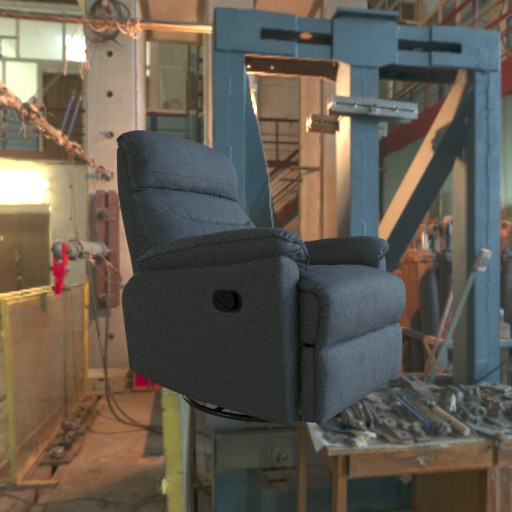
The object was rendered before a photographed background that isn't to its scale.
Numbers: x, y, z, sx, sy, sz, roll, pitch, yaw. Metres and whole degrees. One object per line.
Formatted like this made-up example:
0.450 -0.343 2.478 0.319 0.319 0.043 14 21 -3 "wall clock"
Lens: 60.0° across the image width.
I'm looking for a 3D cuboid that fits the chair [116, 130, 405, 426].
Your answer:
0.000 0.000 1.725 1.004 1.037 0.820 0 0 36 "chair"
